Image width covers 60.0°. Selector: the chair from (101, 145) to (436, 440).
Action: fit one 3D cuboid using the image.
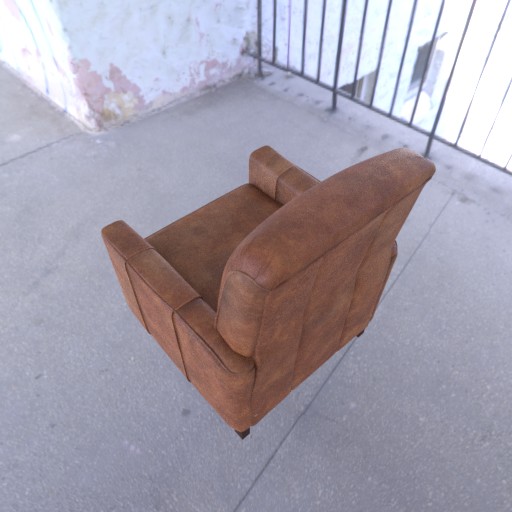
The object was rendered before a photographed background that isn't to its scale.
[{"bbox_3d":[0.000,0.000,1.674,0.843,1.043,0.836,-33,55,-27],"label":"chair"}]
